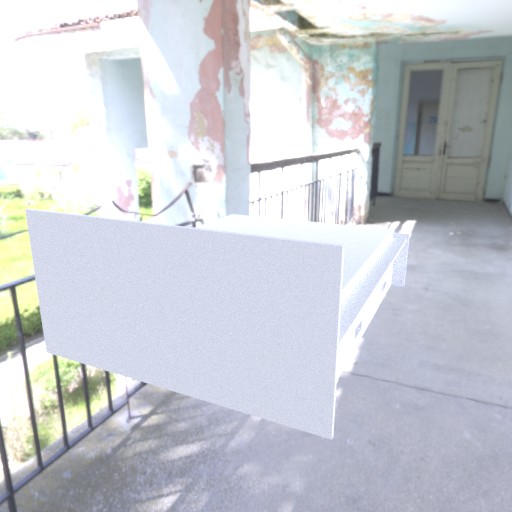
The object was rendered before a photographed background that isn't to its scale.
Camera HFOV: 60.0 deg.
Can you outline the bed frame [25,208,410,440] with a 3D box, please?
[{"bbox_3d":[0.000,0.000,2.839,1.622,0.800,1.960,8,18,25],"label":"bed frame"}]
